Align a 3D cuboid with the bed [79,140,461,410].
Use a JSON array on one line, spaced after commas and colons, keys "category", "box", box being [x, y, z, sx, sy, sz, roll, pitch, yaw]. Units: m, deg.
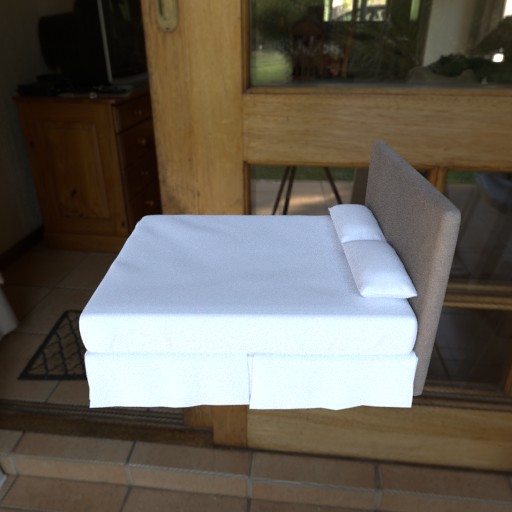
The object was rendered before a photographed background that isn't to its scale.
[{"category": "bed", "box": [0.000, 0.000, 3.237, 2.142, 1.330, 1.723, 0, 27, 1]}]
